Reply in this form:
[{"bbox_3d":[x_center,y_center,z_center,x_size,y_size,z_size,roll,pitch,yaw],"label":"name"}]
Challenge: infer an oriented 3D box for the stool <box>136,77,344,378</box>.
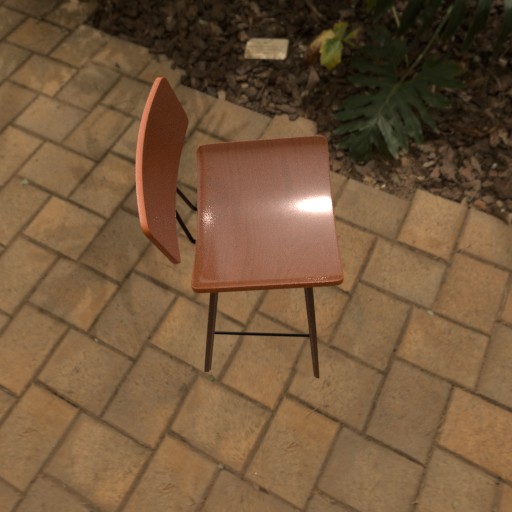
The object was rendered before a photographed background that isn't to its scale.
[{"bbox_3d":[0.000,0.000,1.256,0.440,0.969,0.509,-1,64,-1],"label":"stool"}]
